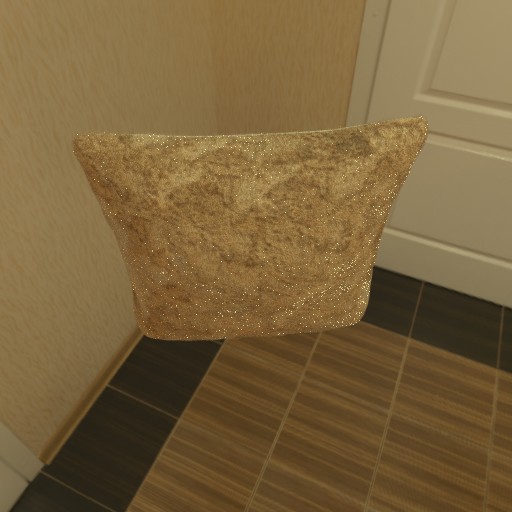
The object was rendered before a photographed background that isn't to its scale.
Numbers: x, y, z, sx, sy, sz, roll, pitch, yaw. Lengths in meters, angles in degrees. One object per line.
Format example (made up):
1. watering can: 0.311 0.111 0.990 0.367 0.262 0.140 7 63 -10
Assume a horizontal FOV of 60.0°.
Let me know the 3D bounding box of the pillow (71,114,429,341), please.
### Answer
1. pillow: 0.000 0.000 0.823 0.538 0.525 0.216 -3 47 -3
